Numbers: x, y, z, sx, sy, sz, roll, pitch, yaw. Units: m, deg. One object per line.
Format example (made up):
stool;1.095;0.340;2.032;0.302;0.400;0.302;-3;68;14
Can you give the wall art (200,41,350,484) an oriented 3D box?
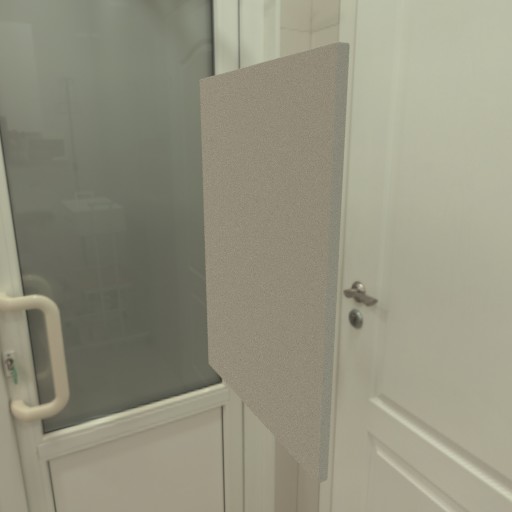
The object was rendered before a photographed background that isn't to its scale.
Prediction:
wall art;0.000;0.000;1.484;0.038;1.183;0.808;-8;17;-28
